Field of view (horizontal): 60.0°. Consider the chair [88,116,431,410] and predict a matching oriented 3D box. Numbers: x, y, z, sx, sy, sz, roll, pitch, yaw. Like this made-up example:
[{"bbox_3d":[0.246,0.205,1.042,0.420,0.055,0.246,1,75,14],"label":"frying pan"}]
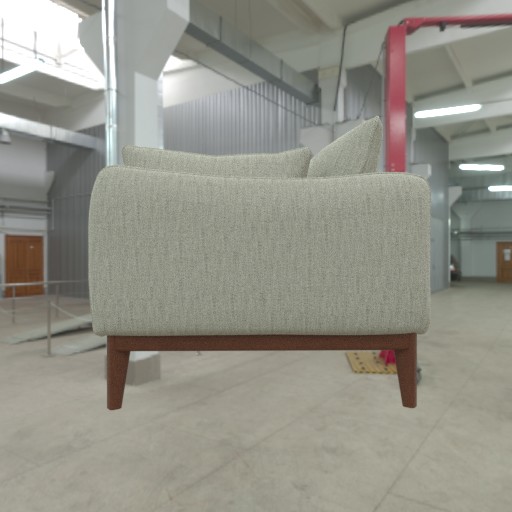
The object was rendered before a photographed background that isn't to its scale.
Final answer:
[{"bbox_3d":[0.000,0.000,1.697,0.991,0.855,0.994,0,0,-1],"label":"chair"}]
